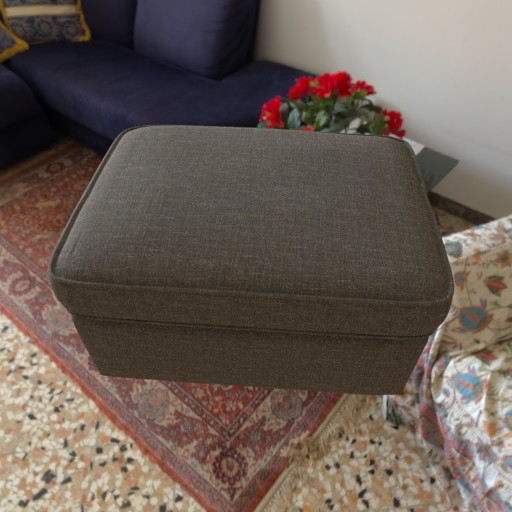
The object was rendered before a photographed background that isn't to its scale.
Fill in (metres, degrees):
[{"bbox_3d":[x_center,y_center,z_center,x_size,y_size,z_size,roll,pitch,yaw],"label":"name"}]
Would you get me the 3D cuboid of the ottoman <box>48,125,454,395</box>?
[{"bbox_3d":[0.000,0.000,1.079,0.749,0.450,0.549,3,46,3],"label":"ottoman"}]
